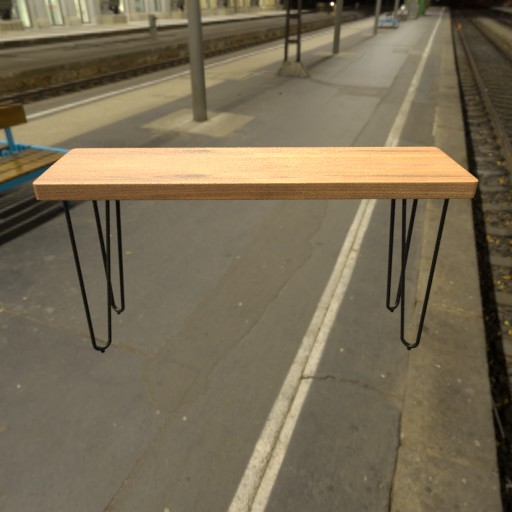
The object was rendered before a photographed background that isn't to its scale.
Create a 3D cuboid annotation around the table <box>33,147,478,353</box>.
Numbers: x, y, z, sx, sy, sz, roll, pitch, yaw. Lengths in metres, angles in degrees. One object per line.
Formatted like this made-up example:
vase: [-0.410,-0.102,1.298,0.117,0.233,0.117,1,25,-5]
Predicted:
table: [0.000,0.000,1.933,1.570,0.834,0.425,0,30,-1]
